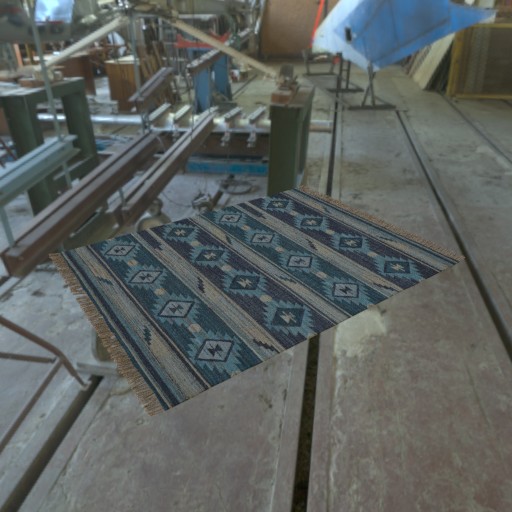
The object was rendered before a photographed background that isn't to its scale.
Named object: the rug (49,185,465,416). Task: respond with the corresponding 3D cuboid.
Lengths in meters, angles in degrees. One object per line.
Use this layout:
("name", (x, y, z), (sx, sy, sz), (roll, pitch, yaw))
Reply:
("rug", (0.000, 0.000, 4.310), (3.307, 0.047, 2.418), (-19, 35, -30))
